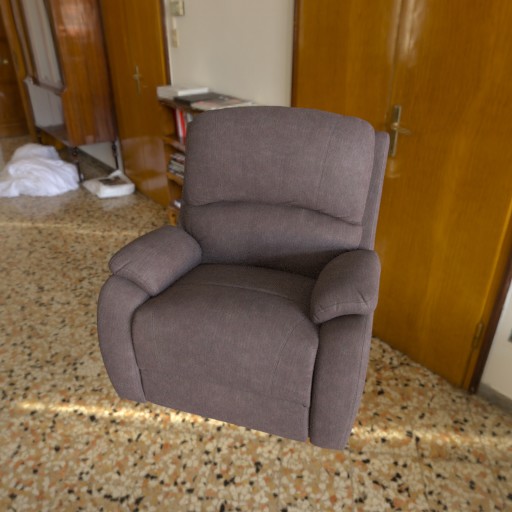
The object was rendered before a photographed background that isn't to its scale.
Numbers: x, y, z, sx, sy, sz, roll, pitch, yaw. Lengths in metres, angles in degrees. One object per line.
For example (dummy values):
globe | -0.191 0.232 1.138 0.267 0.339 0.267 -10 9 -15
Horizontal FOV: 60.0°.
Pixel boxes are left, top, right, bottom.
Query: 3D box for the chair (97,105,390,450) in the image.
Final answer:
chair | 0.000 0.000 1.704 0.930 1.011 0.899 8 29 15
